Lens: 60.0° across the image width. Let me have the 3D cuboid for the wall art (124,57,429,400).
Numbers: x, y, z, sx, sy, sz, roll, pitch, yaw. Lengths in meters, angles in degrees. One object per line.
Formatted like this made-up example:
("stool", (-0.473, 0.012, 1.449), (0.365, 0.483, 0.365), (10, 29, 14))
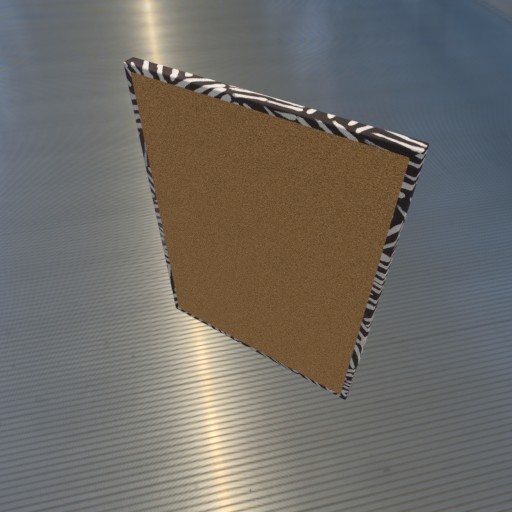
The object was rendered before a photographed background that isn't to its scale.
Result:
("wall art", (0.000, 0.000, 1.347), (0.765, 1.017, 0.038), (24, 51, 22))
